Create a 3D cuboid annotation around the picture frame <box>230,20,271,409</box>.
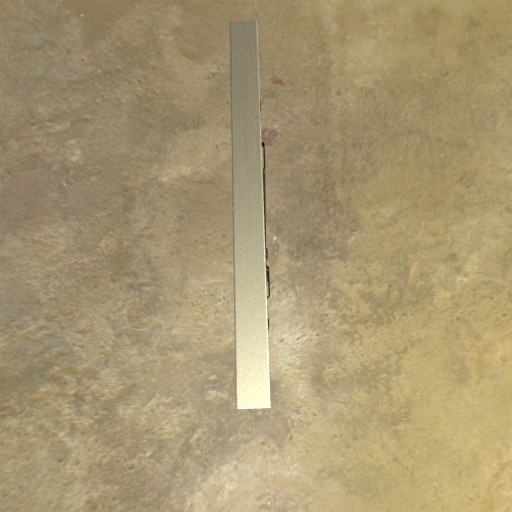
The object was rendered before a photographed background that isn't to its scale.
[{"bbox_3d":[0.000,0.000,0.519,0.036,0.386,0.307,-2,76,0],"label":"picture frame"}]
